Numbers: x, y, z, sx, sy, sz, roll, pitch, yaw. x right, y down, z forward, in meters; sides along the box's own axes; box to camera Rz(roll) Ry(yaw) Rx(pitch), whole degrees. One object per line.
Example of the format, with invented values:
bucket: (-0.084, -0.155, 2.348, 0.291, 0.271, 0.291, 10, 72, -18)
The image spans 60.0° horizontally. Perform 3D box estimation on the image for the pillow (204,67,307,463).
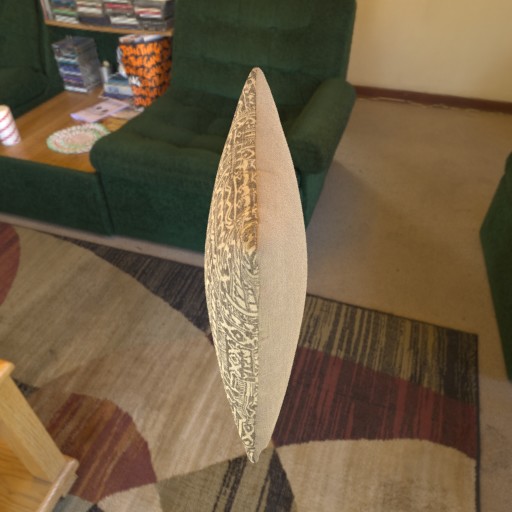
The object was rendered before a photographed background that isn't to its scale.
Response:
pillow: (0.000, 0.000, 0.803, 0.180, 0.487, 0.546, 0, 42, 0)
